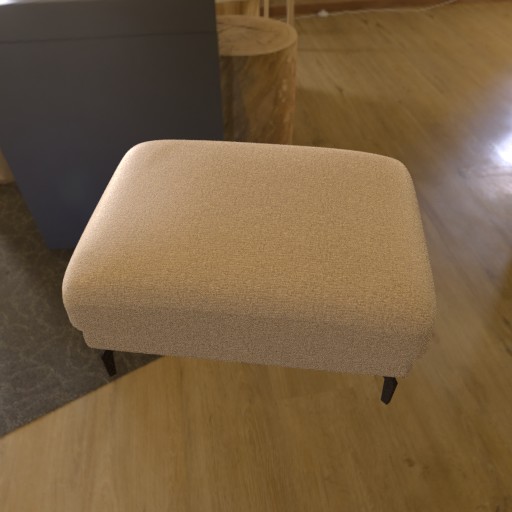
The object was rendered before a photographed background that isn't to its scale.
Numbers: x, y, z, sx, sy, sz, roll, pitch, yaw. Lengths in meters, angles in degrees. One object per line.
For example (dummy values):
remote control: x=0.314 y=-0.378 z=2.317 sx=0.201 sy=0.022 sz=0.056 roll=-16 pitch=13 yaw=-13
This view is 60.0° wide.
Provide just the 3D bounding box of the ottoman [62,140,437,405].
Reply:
ottoman: x=0.000 y=0.000 z=1.119 sx=0.772 sy=0.420 sz=0.568 roll=5 pitch=48 yaw=4
